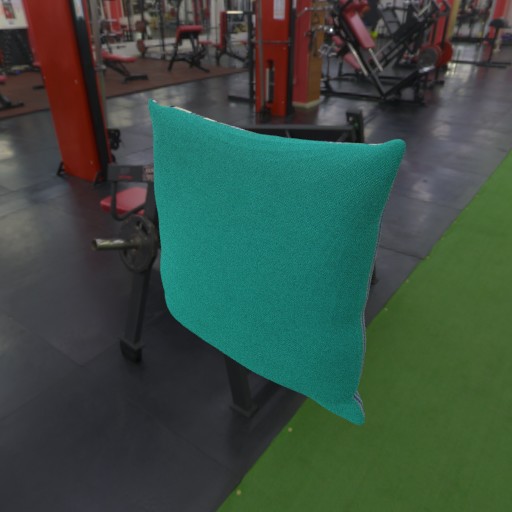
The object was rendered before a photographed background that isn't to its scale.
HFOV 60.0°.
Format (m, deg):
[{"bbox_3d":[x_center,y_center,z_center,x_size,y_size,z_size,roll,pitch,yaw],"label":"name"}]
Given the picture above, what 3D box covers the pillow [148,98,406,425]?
[{"bbox_3d":[0.000,0.000,0.700,0.440,0.441,0.182,22,37,33],"label":"pillow"}]
